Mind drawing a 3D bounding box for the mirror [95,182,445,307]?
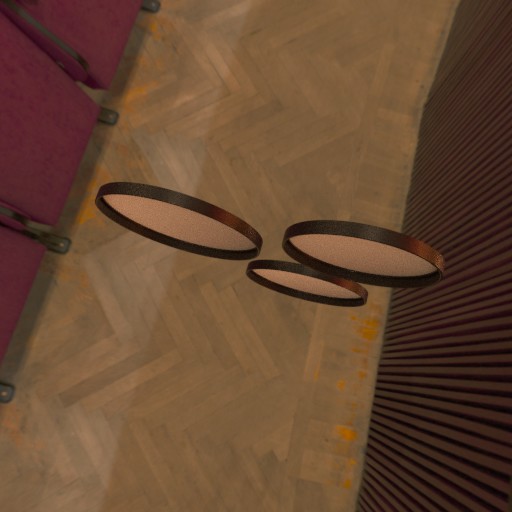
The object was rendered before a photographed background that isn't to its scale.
[{"bbox_3d":[0.000,0.000,3.188,2.160,2.096,0.076,15,76,4],"label":"mirror"}]
